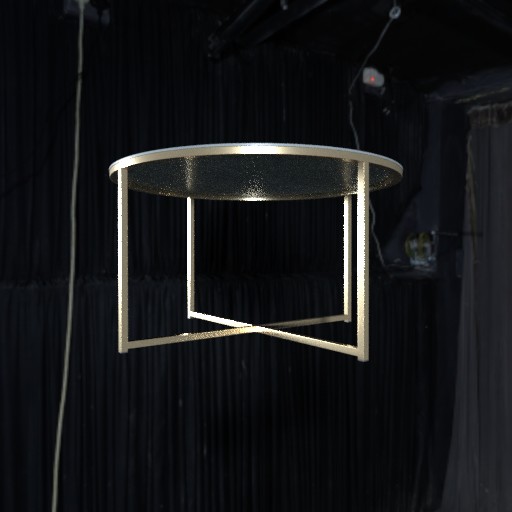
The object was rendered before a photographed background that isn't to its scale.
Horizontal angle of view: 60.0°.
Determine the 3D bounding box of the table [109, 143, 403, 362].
[{"bbox_3d":[0.000,0.000,1.273,0.800,0.450,0.800,0,0,0],"label":"table"}]
